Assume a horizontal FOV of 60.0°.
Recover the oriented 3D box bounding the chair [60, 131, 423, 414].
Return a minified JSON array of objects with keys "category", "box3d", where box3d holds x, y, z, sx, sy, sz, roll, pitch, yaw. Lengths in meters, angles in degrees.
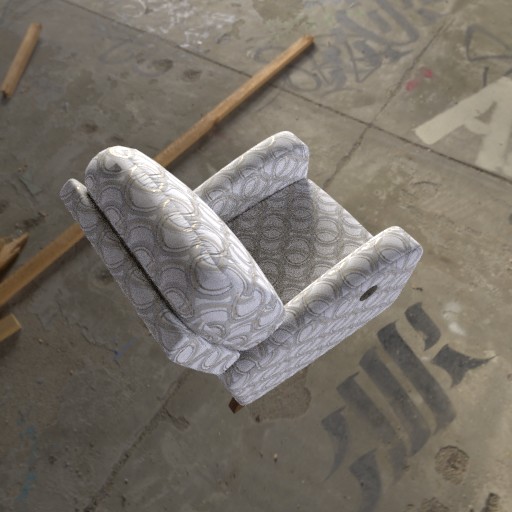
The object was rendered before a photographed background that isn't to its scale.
[{"category":"chair","box3d":[0.000,0.000,1.699,0.995,1.065,0.796,-33,63,-19]}]
